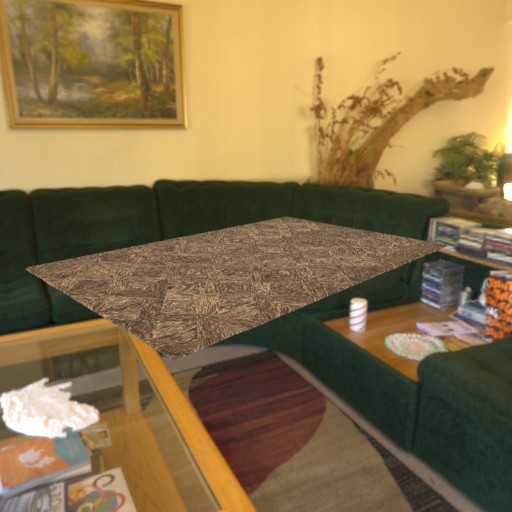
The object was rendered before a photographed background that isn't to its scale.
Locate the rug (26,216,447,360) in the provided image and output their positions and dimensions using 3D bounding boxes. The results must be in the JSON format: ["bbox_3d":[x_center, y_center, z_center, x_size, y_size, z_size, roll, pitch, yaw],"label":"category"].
[{"bbox_3d":[0.000,0.000,2.232,1.808,0.011,1.189,-15,22,-43],"label":"rug"}]
